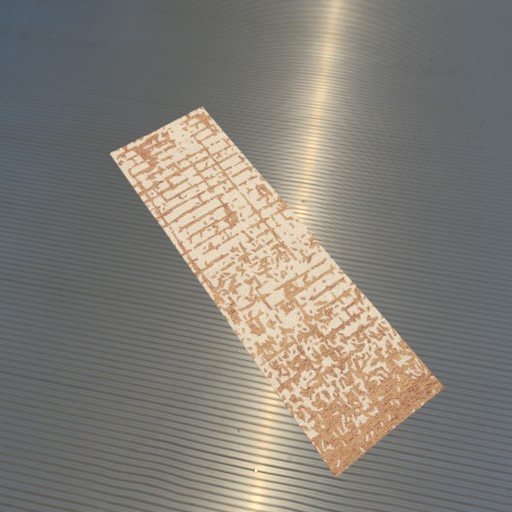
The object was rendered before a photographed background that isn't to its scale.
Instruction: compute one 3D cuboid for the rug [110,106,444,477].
[{"bbox_3d":[0.000,0.000,2.708,0.750,0.011,2.435,-32,68,-14],"label":"rug"}]
